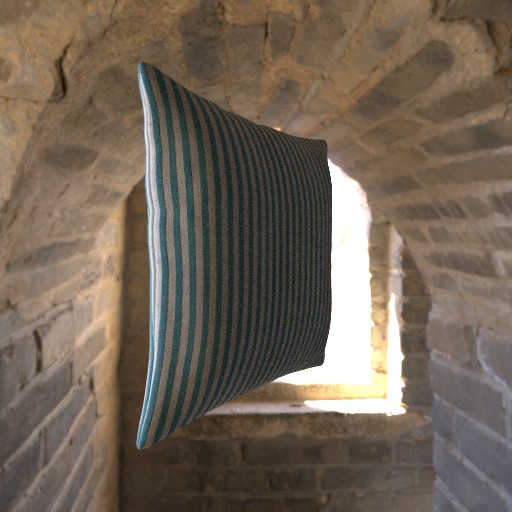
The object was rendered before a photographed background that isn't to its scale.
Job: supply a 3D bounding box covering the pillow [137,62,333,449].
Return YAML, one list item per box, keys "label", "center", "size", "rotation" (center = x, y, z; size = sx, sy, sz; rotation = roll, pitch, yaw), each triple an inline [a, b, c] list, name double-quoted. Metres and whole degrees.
- label: "pillow"
  center: [0.000, 0.000, 0.790]
  size: [0.166, 0.510, 0.523]
  rotation: [1, 1, 36]
